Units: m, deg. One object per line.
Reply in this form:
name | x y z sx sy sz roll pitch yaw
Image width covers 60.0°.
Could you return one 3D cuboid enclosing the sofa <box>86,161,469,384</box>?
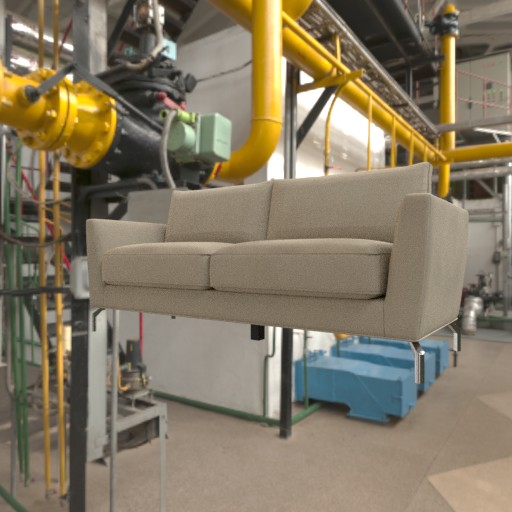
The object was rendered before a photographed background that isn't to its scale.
sofa | 0.000 0.000 2.664 2.214 1.005 0.868 0 0 35
